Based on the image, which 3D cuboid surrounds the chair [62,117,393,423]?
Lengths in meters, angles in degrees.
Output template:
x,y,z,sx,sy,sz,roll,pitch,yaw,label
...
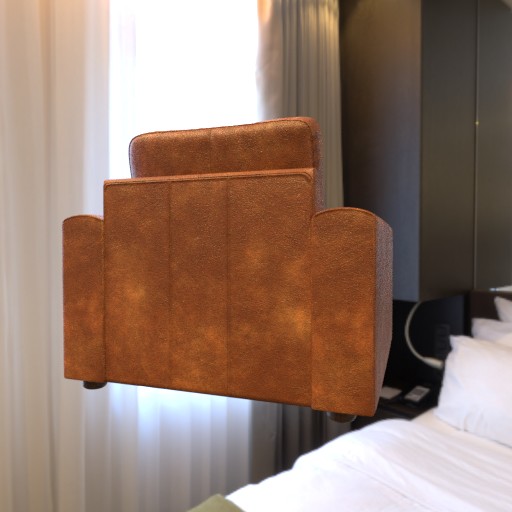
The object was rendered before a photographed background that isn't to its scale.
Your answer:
x,y,z,sx,sy,sz,roll,pitch,yaw,label
0.000,0.000,1.760,1.005,0.873,1.016,1,2,19,chair
